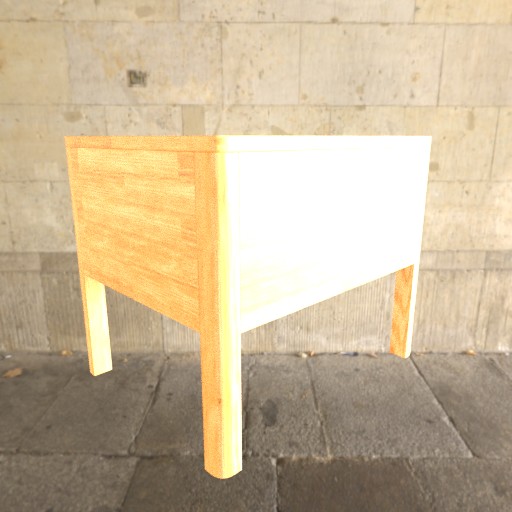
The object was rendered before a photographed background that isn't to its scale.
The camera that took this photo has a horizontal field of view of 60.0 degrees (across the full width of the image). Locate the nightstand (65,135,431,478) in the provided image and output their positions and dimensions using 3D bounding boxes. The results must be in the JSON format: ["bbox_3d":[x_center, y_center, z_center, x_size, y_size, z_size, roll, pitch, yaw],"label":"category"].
[{"bbox_3d":[0.000,0.000,0.900,0.560,0.470,0.440,-14,20,-42],"label":"nightstand"}]
